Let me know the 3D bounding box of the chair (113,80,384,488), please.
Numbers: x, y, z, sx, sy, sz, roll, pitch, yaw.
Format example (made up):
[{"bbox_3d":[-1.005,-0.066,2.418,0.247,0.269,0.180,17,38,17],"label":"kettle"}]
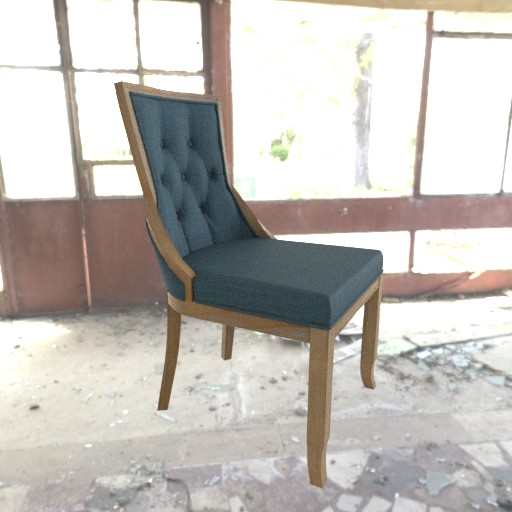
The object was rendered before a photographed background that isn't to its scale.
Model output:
[{"bbox_3d":[0.000,0.000,1.301,0.641,0.947,0.524,8,16,27],"label":"chair"}]
